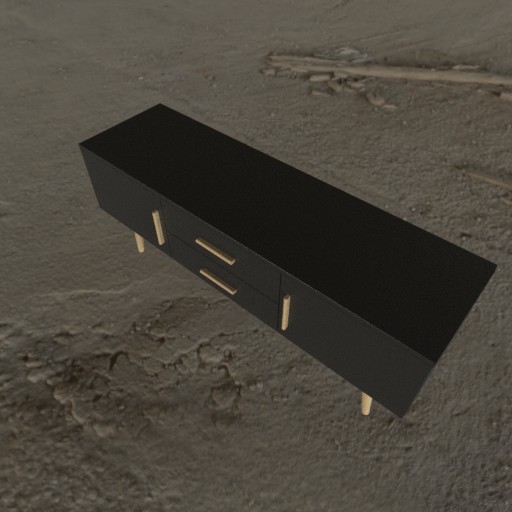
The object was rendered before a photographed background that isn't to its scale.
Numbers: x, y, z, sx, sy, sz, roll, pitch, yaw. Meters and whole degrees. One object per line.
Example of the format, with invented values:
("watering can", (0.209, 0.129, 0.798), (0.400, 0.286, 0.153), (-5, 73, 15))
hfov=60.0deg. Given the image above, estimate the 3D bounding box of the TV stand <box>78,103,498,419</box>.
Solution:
("TV stand", (0.000, 0.000, 1.521), (1.312, 0.518, 0.390), (32, 54, 26))
